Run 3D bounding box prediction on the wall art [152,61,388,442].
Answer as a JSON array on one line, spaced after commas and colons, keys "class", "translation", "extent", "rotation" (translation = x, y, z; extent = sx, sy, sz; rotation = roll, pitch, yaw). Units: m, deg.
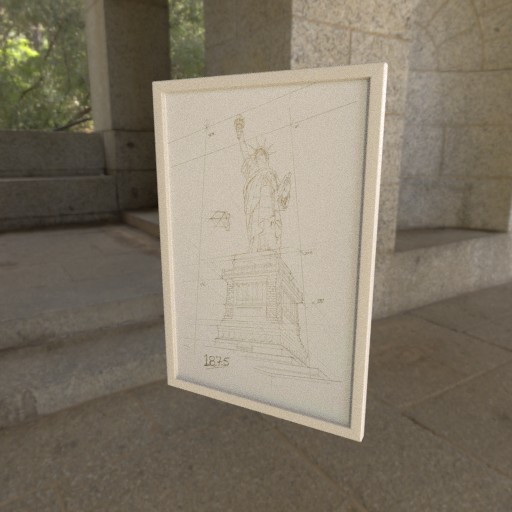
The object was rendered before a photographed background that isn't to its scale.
[{"class": "wall art", "translation": [0.000, 0.000, 1.056], "extent": [0.556, 0.813, 0.026], "rotation": [7, 15, 27]}]
